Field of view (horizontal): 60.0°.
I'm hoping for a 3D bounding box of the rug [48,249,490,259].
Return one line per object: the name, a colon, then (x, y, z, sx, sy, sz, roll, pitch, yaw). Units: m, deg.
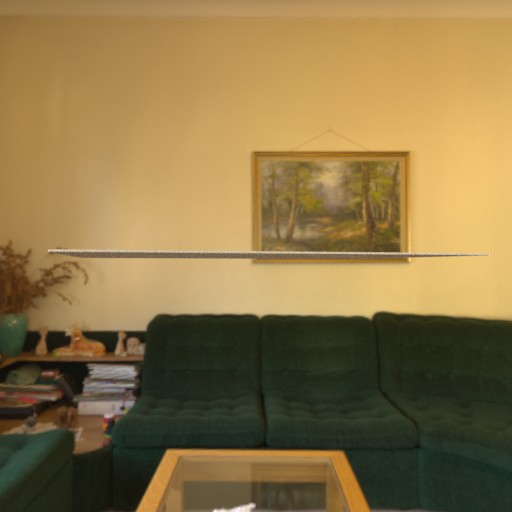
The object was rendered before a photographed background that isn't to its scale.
rug: (0.000, 0.000, 2.850, 2.232, 0.011, 1.555, 0, -1, -17)
